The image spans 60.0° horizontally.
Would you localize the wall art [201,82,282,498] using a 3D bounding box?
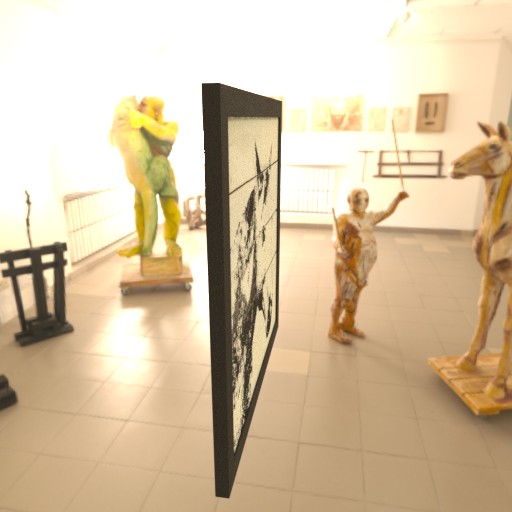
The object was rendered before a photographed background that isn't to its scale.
[{"bbox_3d":[0.000,0.000,1.488,0.038,1.016,1.016,3,18,10],"label":"wall art"}]
